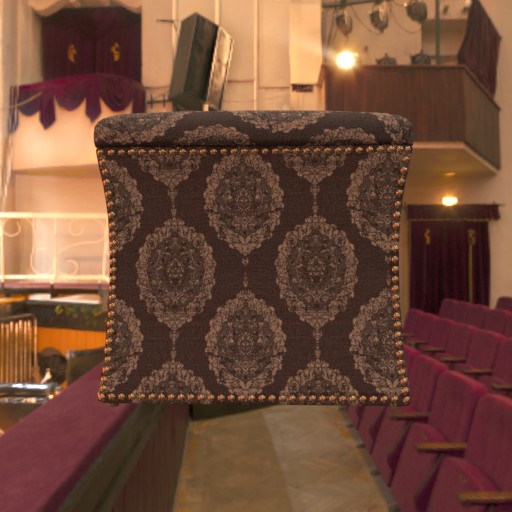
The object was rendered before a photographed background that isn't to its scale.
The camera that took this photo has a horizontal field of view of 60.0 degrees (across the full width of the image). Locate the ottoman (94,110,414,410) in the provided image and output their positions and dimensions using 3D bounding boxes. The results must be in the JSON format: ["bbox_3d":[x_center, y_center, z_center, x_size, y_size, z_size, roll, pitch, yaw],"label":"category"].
[{"bbox_3d":[0.000,0.000,0.902,0.507,0.475,0.497,0,-1,2],"label":"ottoman"}]
